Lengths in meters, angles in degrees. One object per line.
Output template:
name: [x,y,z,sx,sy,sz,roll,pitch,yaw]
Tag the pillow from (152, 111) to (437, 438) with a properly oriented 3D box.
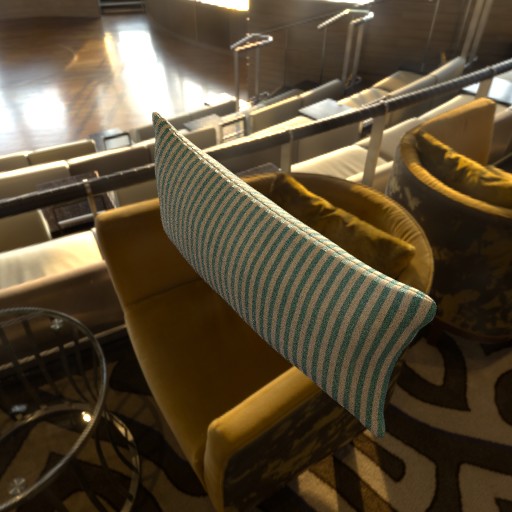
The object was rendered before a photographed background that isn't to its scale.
pillow: [0.000,0.000,0.741,0.151,0.295,0.617,-28,48,-28]
